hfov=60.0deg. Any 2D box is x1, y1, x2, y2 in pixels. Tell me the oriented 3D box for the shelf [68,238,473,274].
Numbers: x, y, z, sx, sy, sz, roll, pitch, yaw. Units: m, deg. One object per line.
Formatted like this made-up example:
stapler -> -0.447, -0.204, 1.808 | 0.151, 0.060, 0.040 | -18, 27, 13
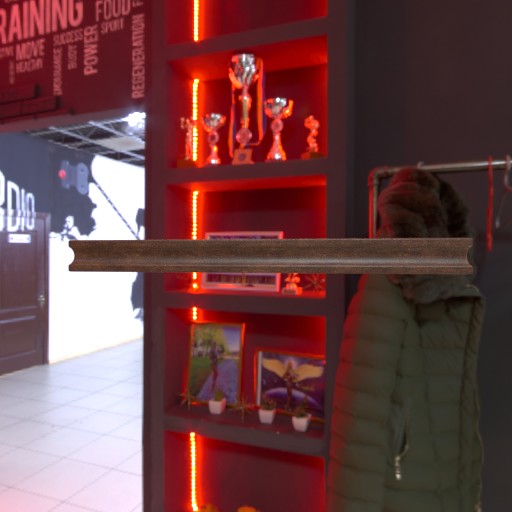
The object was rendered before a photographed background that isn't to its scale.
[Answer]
shelf -> 0.000, 0.000, 0.455 | 0.296, 0.035, 0.296 | 0, 0, -36
